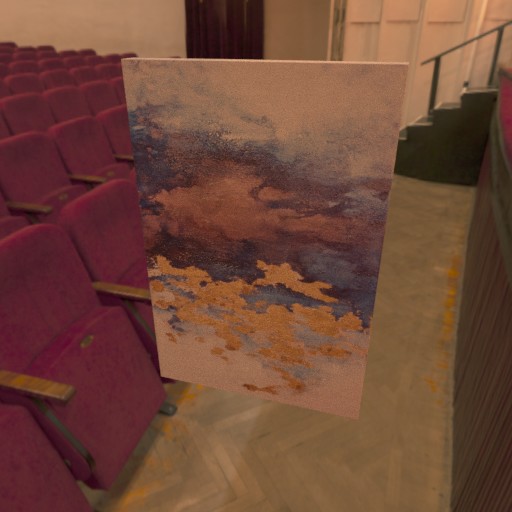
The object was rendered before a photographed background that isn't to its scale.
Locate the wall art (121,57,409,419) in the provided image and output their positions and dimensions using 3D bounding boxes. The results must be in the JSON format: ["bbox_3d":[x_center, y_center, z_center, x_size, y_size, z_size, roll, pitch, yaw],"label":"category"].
[{"bbox_3d":[0.000,0.000,1.082,0.583,0.874,0.048,8,28,15],"label":"wall art"}]
